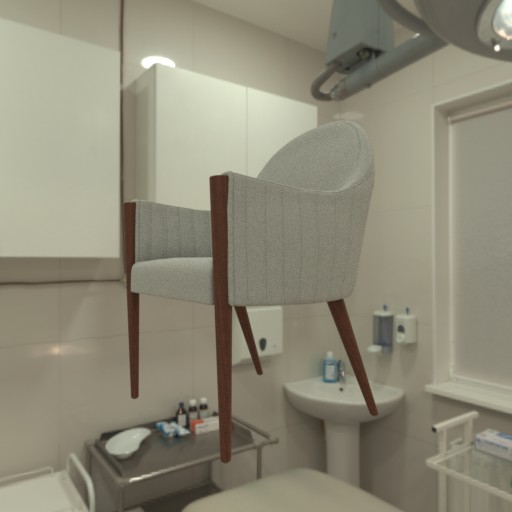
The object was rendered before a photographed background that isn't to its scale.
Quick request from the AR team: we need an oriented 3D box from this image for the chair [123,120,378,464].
[{"bbox_3d":[0.000,0.000,1.329,0.620,0.889,0.610,0,-1,-36],"label":"chair"}]
